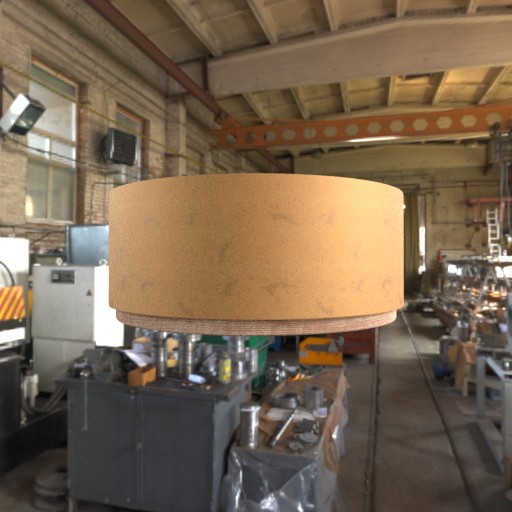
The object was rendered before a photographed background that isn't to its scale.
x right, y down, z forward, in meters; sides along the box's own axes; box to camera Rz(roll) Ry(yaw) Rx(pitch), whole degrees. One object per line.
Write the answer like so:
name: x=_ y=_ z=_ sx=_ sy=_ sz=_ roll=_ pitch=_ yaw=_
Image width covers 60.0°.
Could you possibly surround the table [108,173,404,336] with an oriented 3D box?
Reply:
table: x=0.000 y=0.000 z=1.585 sx=1.001 sy=0.409 sz=1.001 roll=0 pitch=0 yaw=0
